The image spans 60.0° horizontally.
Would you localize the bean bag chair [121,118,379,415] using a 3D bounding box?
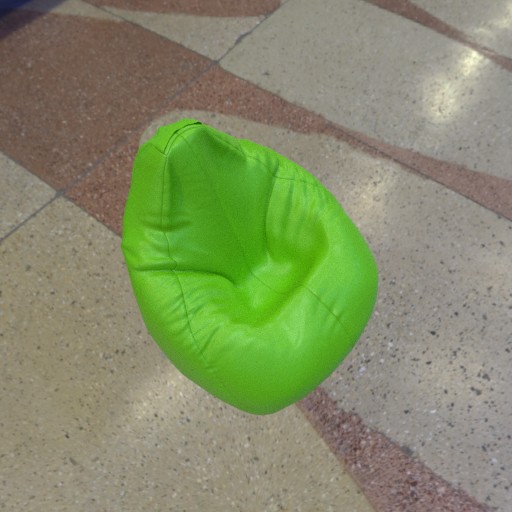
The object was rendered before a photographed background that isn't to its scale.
[{"bbox_3d":[0.000,0.000,1.898,1.070,0.990,1.070,34,65,19],"label":"bean bag chair"}]
